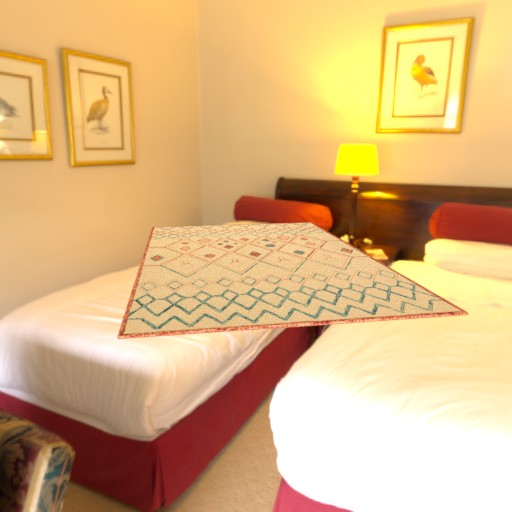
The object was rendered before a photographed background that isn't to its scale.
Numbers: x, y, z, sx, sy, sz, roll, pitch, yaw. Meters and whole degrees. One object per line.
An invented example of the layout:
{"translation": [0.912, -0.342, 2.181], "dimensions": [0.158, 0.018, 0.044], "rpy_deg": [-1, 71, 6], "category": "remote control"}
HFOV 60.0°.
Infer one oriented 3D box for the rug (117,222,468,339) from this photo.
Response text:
{"translation": [0.000, 0.000, 3.030], "dimensions": [1.524, 0.015, 2.438], "rpy_deg": [-2, 14, -9], "category": "rug"}
